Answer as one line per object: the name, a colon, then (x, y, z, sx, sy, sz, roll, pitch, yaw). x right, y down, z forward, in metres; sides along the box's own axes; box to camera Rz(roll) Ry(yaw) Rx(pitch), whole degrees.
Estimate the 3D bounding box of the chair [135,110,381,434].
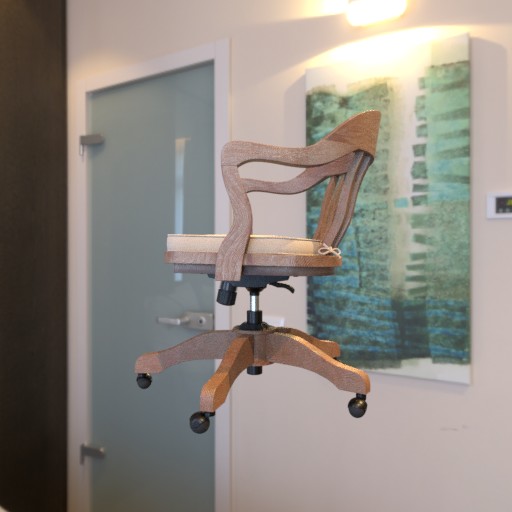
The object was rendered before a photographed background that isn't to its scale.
chair: (0.000, 0.000, 1.443, 0.788, 0.878, 0.750, 0, 0, 0)
